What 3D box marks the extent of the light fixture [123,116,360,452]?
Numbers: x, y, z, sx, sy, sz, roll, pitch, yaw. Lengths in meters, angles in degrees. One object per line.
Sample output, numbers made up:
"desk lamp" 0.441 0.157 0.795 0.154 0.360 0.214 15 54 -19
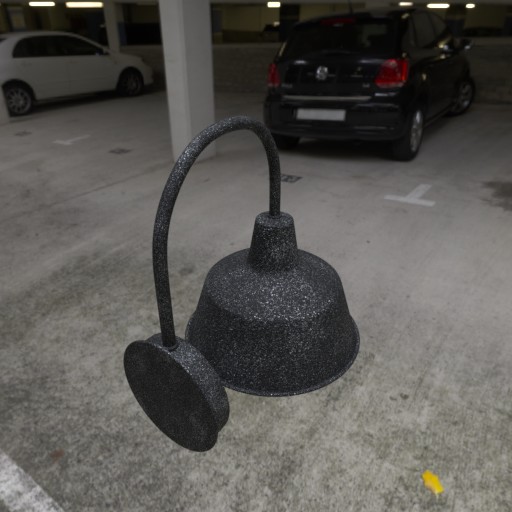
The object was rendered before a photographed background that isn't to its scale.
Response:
"light fixture" 0.000 0.000 0.470 0.216 0.300 0.283 20 36 31
